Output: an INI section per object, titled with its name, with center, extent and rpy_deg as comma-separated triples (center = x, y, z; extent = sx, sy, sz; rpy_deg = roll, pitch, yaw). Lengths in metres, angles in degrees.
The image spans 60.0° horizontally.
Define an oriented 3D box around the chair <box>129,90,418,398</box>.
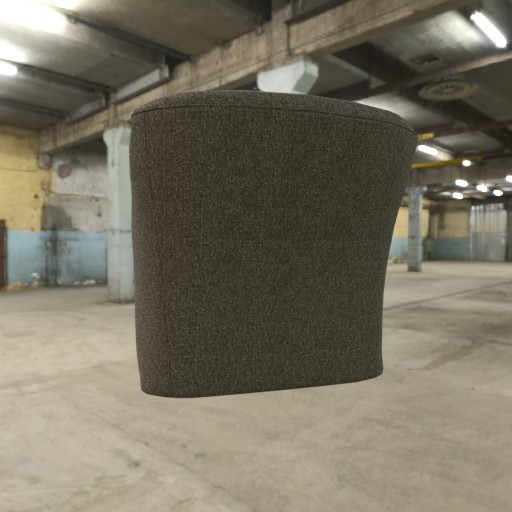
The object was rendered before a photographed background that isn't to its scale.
[chair]
center = 0.000, 0.000, 1.564
extent = 0.864, 0.856, 0.923
rpy_deg = 0, 1, -17
